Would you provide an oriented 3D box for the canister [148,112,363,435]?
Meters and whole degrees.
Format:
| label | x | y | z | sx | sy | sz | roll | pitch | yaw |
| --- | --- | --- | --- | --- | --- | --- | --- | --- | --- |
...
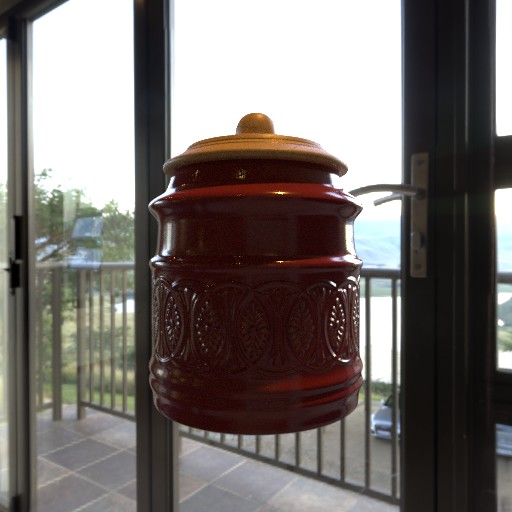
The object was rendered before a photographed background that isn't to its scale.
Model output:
| label | x | y | z | sx | sy | sz | roll | pitch | yaw |
| --- | --- | --- | --- | --- | --- | --- | --- | --- | --- |
| canister | 0.000 | 0.000 | 0.275 | 0.130 | 0.176 | 0.130 | 0 | 1 | 0 |
